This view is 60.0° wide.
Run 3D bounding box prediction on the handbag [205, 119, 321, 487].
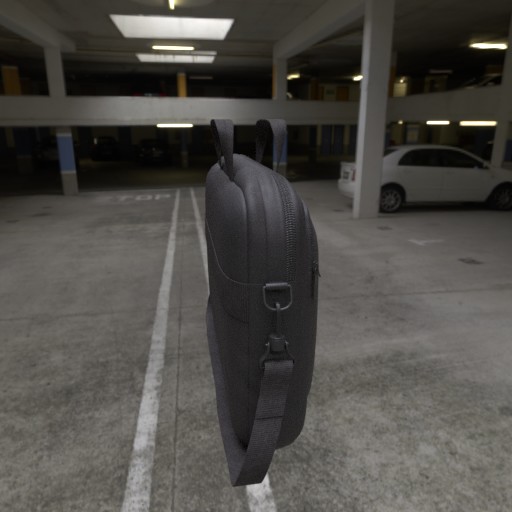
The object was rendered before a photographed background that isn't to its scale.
[{"bbox_3d":[0.000,0.000,0.413,0.089,0.244,0.320,-3,17,-9],"label":"handbag"}]
